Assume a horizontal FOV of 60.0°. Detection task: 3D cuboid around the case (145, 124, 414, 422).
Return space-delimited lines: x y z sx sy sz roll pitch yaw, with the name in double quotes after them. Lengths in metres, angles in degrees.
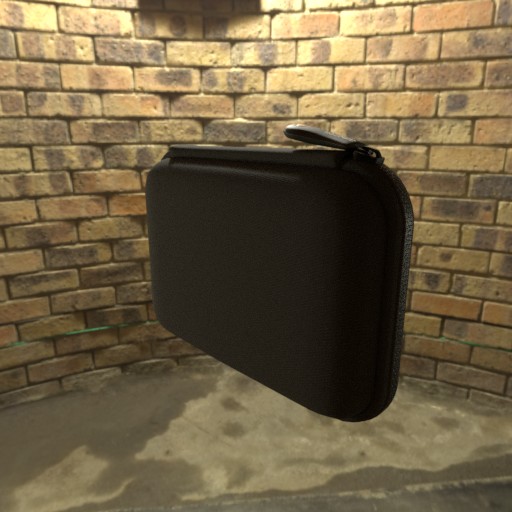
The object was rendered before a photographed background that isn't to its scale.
0.000 0.000 0.184 0.038 0.105 0.132 -15 22 -42 "case"
